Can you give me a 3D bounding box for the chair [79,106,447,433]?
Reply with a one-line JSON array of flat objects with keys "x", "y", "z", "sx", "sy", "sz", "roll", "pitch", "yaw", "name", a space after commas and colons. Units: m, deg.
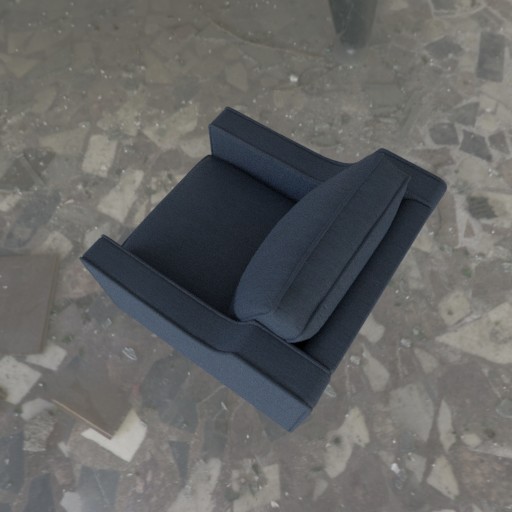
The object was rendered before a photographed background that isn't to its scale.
[{"x": 0.000, "y": 0.000, "z": 1.659, "sx": 0.909, "sy": 0.960, "sz": 0.831, "roll": 32, "pitch": 68, "yaw": 15, "name": "chair"}]
